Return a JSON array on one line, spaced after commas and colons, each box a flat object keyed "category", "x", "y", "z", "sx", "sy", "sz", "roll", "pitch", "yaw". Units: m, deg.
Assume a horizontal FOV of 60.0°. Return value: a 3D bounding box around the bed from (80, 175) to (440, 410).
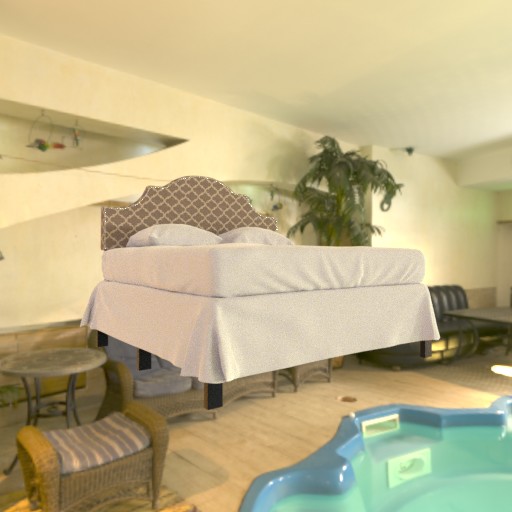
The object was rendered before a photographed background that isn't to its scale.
[{"category": "bed", "x": 0.000, "y": 0.000, "z": 3.736, "sx": 2.314, "sy": 1.601, "sz": 2.222, "roll": 0, "pitch": 1, "yaw": -36}]
